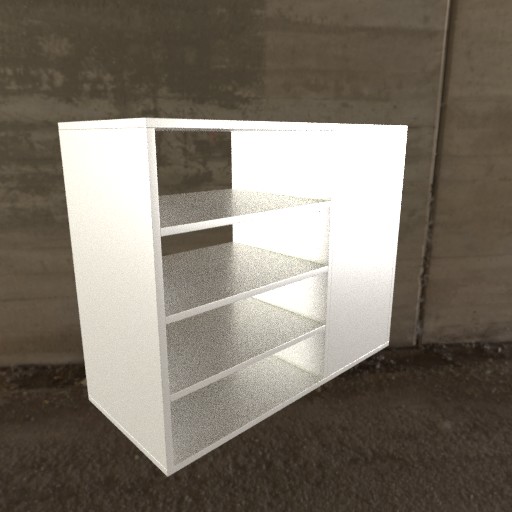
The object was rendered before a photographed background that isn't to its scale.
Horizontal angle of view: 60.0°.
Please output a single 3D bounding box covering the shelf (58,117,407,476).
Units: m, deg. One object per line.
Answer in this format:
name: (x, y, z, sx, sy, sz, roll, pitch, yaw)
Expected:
shelf: (0.000, 0.000, 1.285, 0.895, 0.732, 0.396, -14, 20, -42)
